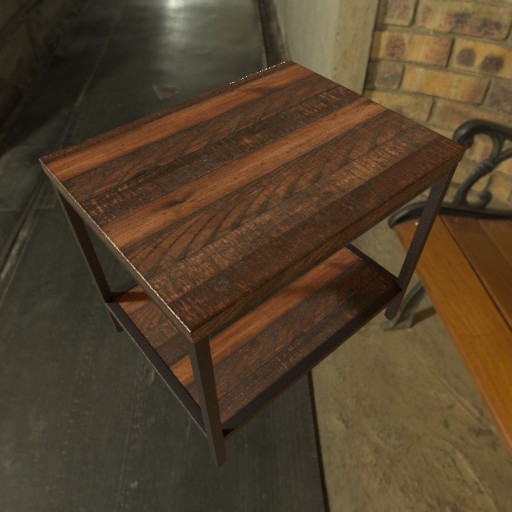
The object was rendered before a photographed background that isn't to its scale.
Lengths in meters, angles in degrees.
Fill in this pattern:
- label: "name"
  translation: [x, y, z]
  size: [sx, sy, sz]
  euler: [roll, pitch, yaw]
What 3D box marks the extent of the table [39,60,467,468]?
- label: "table"
  translation: [0.000, 0.000, 1.111]
  size: [0.678, 0.612, 0.524]
  euler: [-32, 55, -26]
